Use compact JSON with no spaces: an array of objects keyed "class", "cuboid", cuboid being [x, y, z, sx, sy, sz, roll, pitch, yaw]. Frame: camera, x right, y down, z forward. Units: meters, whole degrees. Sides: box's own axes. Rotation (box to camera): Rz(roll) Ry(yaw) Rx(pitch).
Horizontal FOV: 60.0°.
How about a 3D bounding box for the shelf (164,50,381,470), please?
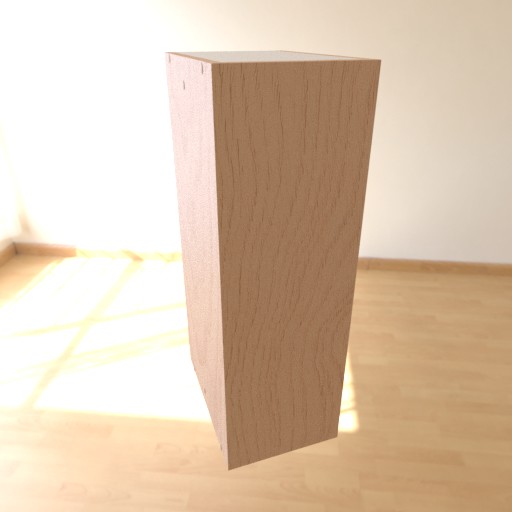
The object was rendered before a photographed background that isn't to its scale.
[{"class":"shelf","cuboid":[0.000,0.000,0.727,0.200,0.600,0.290,-9,28,-17]}]
